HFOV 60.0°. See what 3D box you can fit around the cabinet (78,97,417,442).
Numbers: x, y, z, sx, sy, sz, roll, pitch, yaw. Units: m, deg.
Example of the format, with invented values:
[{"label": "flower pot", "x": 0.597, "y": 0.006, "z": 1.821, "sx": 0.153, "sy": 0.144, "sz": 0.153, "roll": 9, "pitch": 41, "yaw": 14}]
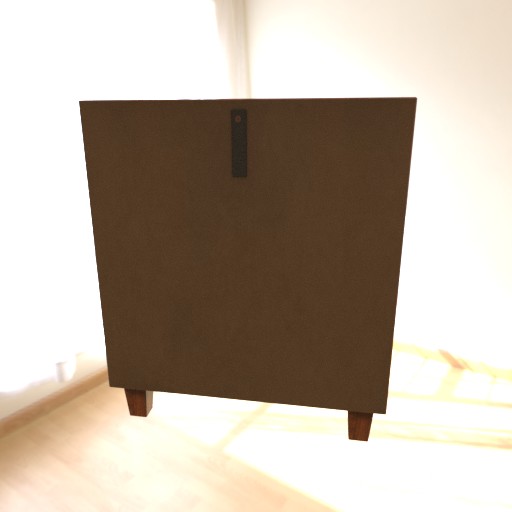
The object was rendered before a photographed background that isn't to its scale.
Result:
[{"label": "cabinet", "x": 0.000, "y": 0.000, "z": 1.067, "sx": 0.607, "sy": 0.695, "sz": 0.410, "roll": 3, "pitch": 17, "yaw": 9}]
